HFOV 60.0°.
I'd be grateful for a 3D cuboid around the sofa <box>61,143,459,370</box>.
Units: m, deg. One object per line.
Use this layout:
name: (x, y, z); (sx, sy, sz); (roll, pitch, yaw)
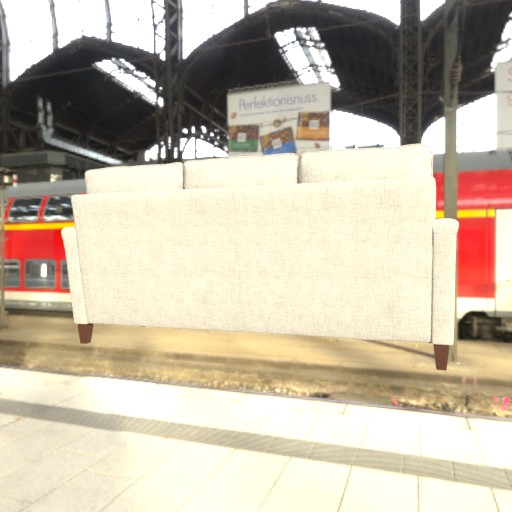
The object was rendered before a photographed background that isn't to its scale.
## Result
sofa: (0.000, 0.000, 2.395); (1.925, 0.959, 0.828); (0, 0, 18)
